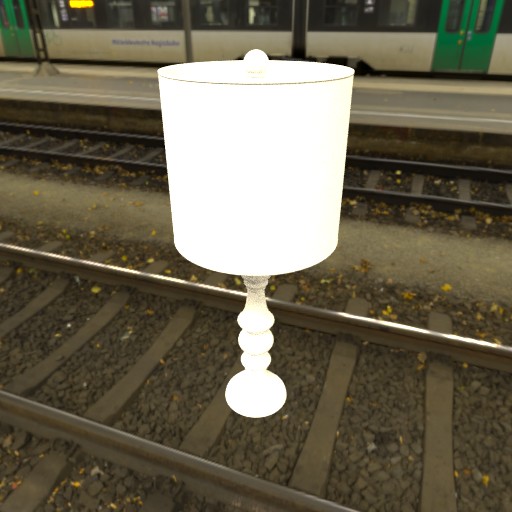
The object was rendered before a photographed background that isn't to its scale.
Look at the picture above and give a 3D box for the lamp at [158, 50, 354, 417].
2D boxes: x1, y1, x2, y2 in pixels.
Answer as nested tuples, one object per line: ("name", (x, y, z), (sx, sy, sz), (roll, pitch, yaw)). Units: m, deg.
("lamp", (0.000, 0.000, 0.706), (0.250, 0.597, 0.250), (0, 28, -1))
